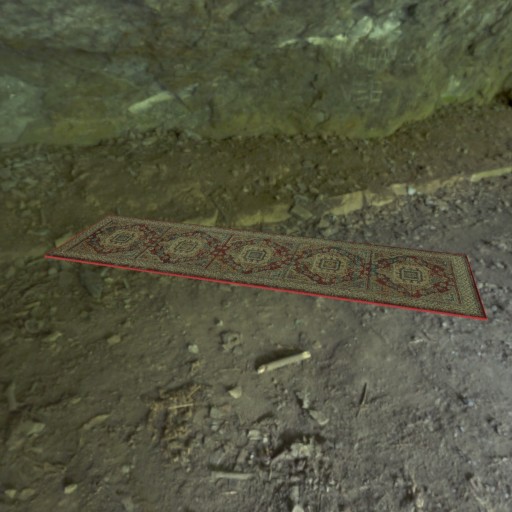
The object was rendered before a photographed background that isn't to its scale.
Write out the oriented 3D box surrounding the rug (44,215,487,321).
[{"bbox_3d":[0.000,0.000,2.501,2.292,0.015,0.659,7,28,14],"label":"rug"}]
